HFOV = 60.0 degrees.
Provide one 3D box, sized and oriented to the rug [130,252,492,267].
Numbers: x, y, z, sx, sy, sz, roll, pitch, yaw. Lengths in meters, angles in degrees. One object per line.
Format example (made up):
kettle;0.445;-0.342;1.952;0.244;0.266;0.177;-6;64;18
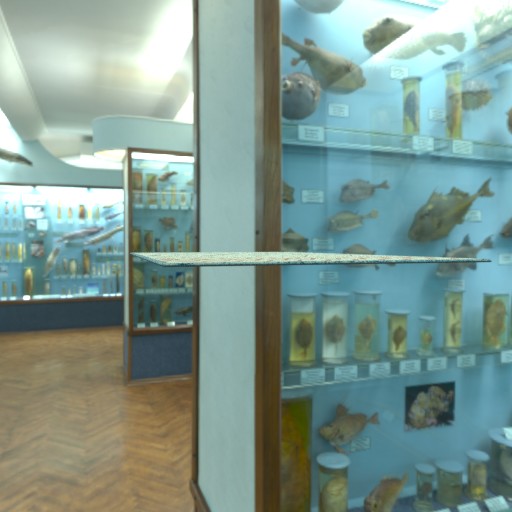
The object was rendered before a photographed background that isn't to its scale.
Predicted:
rug;0.000;0.000;2.991;1.524;0.015;2.438;0;1;-19
